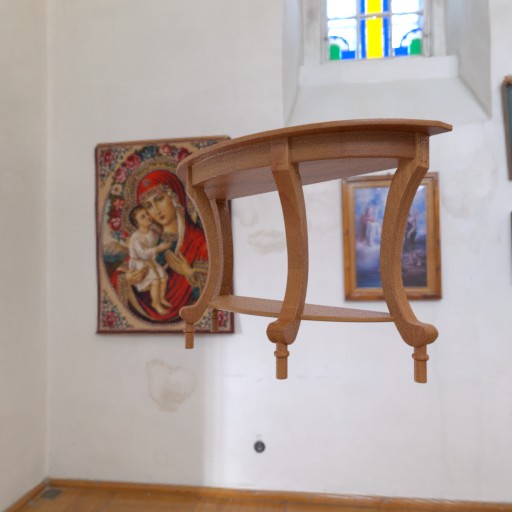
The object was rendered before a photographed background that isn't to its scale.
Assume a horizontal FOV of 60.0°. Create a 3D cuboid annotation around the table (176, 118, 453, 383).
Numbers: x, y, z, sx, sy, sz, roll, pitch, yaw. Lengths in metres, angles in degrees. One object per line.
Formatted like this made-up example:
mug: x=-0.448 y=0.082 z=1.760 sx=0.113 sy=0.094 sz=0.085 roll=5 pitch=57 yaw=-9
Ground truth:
table: x=0.000 y=0.000 z=1.528 sx=0.394 sy=0.692 sz=1.198 roll=0 pitch=-1 yaw=-38
